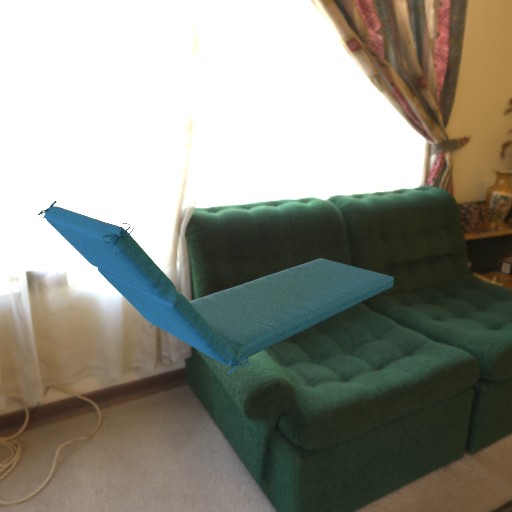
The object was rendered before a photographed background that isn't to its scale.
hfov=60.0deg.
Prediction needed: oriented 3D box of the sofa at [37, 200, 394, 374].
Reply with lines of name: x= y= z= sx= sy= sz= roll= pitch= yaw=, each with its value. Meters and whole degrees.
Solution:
sofa: x=0.000 y=0.000 z=2.008 sx=1.663 sy=0.622 sz=0.582 roll=-16 pitch=23 yaw=-42
